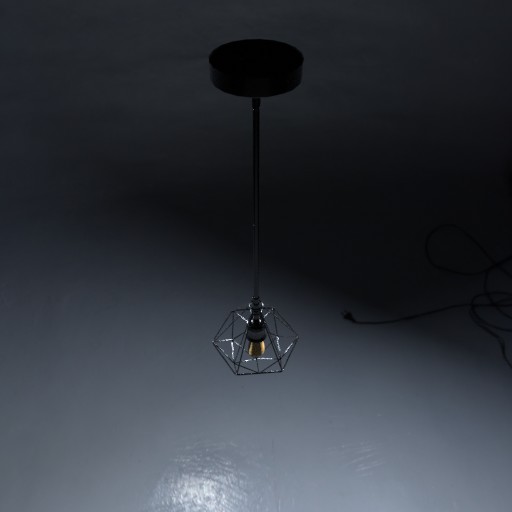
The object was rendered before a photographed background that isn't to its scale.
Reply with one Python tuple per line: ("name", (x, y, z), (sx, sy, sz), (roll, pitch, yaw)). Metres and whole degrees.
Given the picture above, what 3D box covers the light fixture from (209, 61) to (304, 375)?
("light fixture", (0.000, 0.000, 1.999), (0.487, 1.764, 0.431), (-3, 46, -3))
